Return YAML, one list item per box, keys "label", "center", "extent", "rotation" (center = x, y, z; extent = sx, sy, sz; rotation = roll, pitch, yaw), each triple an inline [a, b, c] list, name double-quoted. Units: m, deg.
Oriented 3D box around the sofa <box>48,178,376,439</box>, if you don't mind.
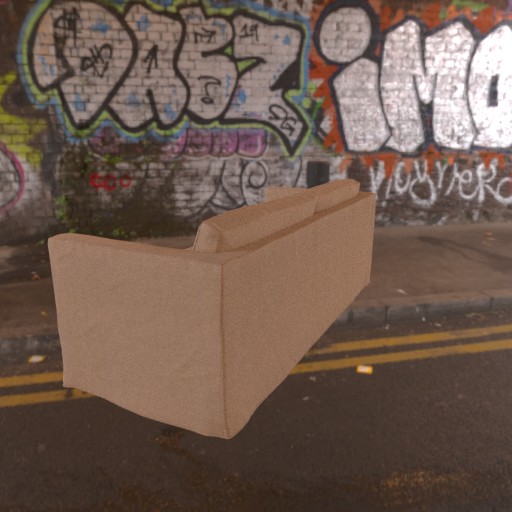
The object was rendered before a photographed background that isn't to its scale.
- label: "sofa"
  center: [0.000, 0.000, 2.774]
  extent: [0.956, 0.847, 2.296]
  rotation: [8, 17, 27]
